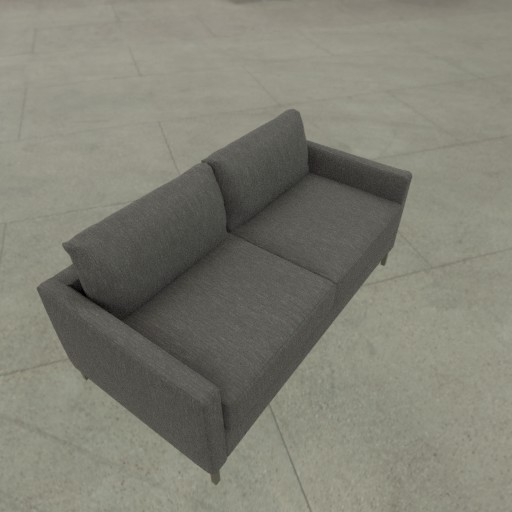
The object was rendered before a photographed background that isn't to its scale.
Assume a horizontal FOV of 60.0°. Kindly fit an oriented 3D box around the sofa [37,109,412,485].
[{"bbox_3d":[0.000,0.000,2.115,0.875,0.840,1.682,26,47,26],"label":"sofa"}]
